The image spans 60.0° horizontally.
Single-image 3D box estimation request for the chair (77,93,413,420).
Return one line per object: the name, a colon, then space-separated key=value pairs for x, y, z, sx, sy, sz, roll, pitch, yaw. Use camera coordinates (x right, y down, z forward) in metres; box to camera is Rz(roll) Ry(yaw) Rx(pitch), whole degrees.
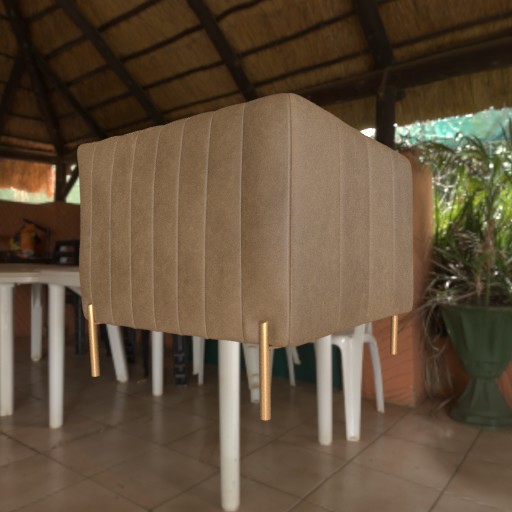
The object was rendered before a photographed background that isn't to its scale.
chair: x=0.000 y=0.000 z=1.619 sx=0.876 sy=0.779 sz=0.981 roll=0 pitch=0 yaw=36
